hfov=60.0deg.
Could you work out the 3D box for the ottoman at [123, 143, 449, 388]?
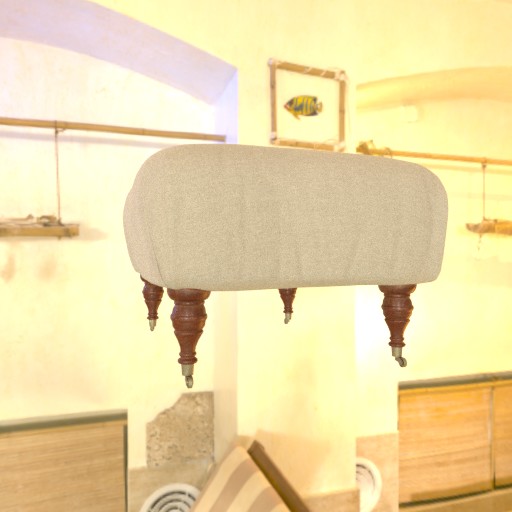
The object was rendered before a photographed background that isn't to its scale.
[{"bbox_3d":[0.000,0.000,1.117,0.622,0.450,0.746,0,0,-19],"label":"ottoman"}]
